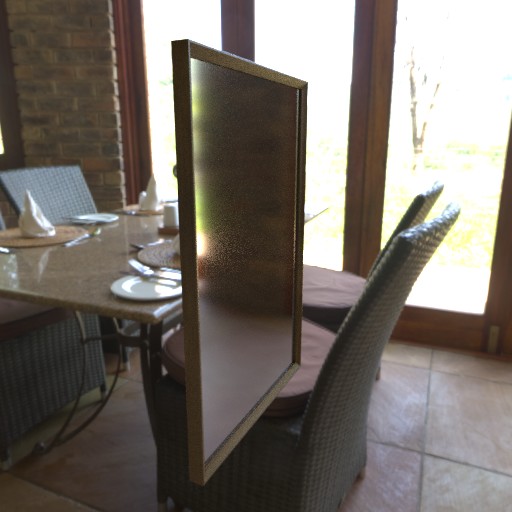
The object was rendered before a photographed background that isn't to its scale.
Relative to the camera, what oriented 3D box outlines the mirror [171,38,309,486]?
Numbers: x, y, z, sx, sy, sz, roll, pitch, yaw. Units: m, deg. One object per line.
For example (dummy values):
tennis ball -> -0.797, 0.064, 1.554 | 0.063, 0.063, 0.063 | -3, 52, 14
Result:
mirror -> 0.000, 0.000, 1.147 | 0.041, 0.915, 0.609 | 7, 16, 25
